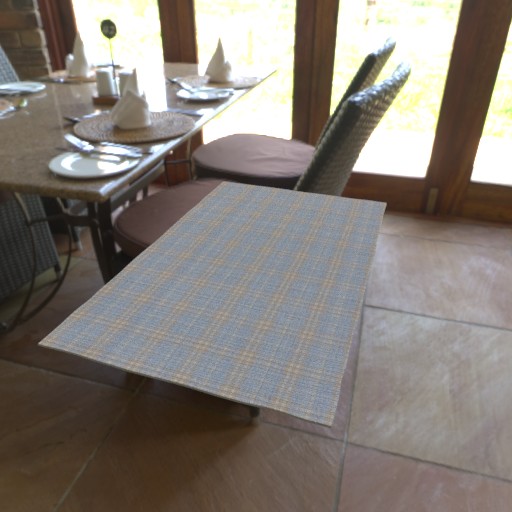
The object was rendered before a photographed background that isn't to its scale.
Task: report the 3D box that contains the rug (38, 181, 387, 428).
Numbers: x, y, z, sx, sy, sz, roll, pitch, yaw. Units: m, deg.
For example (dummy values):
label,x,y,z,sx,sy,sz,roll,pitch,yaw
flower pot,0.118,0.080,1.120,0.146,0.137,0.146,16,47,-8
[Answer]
label,x,y,z,sx,sy,sz,roll,pitch,yaw
rug,0.000,0.000,3.070,1.545,0.016,2.460,10,32,17
